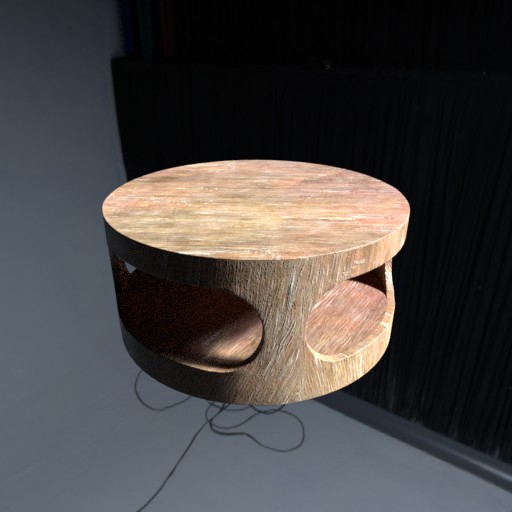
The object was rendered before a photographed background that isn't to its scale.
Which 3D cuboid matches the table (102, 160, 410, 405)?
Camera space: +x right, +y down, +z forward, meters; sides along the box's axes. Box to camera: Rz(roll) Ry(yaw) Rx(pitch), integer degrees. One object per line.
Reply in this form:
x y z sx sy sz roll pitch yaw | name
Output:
0.000 0.000 1.567 0.974 0.450 0.974 0 26 0 | table
